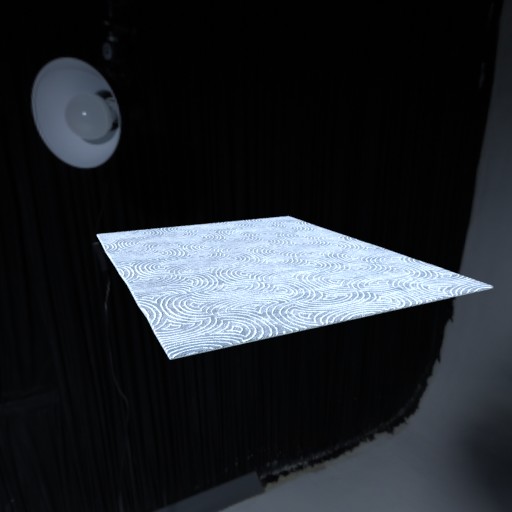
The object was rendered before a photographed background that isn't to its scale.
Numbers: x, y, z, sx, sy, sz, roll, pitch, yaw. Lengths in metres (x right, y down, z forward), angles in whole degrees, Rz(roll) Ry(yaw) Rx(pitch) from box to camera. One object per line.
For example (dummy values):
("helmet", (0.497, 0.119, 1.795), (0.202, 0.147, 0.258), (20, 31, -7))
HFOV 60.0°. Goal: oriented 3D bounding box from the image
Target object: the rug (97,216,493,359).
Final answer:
("rug", (0.000, 0.000, 4.087), (2.456, 0.021, 3.042), (-8, 18, -25))
